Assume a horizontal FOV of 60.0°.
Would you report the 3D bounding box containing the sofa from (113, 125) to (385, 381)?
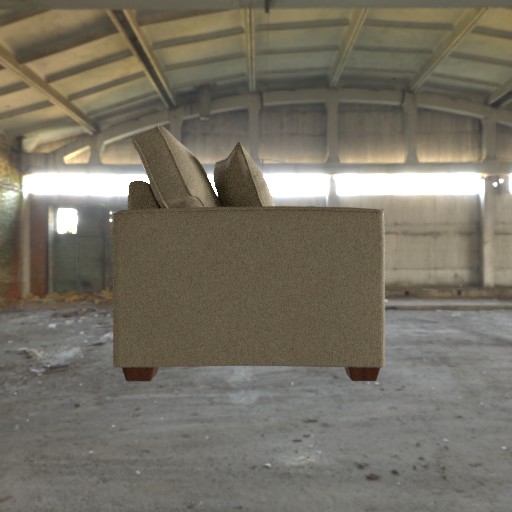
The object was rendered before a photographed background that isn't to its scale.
[{"bbox_3d":[0.000,0.000,2.766,1.061,0.962,2.317,0,-1,0],"label":"sofa"}]
